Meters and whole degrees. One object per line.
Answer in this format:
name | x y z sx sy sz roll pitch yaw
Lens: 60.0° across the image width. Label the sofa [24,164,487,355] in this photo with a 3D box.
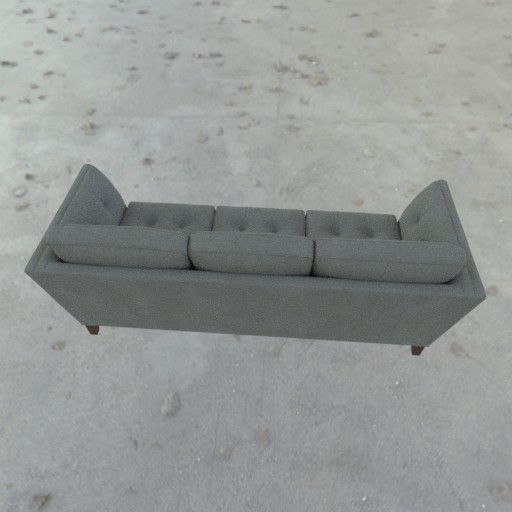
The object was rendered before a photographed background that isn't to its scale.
sofa | 0.000 0.000 2.814 2.387 0.940 0.965 3 47 3
